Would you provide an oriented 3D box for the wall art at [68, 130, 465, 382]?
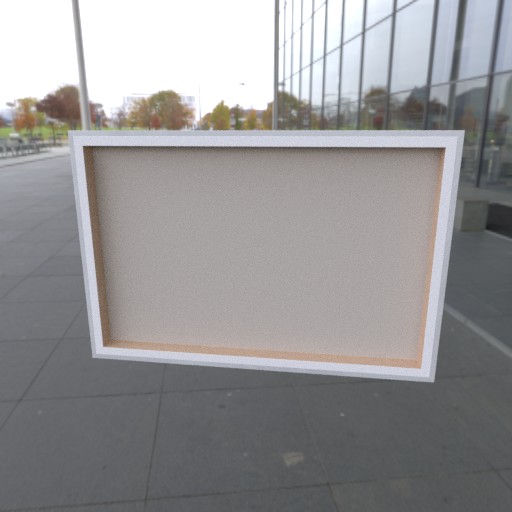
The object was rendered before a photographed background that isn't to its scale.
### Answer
[{"bbox_3d":[0.000,0.000,0.748,0.609,0.407,0.038,2,16,8],"label":"wall art"}]
